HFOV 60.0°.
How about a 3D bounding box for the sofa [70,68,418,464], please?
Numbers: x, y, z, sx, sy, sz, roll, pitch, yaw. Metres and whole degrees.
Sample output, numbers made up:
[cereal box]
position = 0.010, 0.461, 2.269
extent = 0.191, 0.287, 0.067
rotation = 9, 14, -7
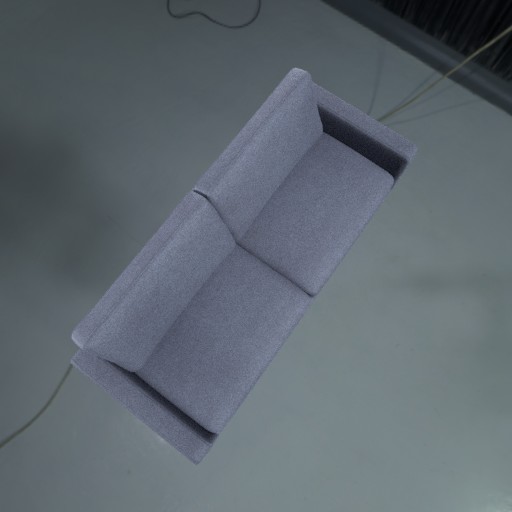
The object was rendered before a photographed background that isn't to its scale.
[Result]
[sofa]
position = 0.000, 0.000, 2.353
extent = 0.774, 0.828, 1.925
rotation = 35, 77, 9
